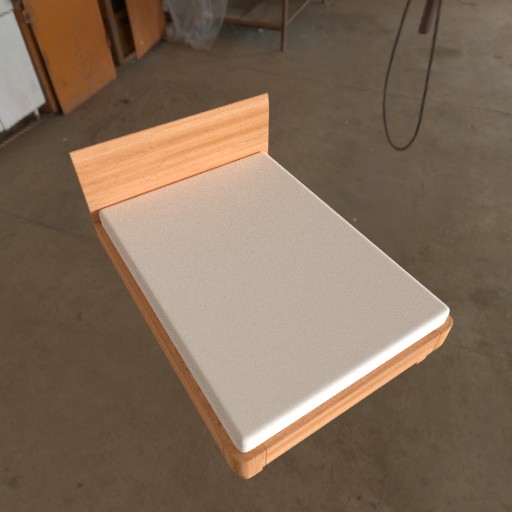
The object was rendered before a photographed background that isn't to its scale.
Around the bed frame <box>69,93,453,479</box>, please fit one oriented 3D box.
[{"bbox_3d":[0.000,0.000,2.769,1.472,0.940,1.992,-25,51,-22],"label":"bed frame"}]
